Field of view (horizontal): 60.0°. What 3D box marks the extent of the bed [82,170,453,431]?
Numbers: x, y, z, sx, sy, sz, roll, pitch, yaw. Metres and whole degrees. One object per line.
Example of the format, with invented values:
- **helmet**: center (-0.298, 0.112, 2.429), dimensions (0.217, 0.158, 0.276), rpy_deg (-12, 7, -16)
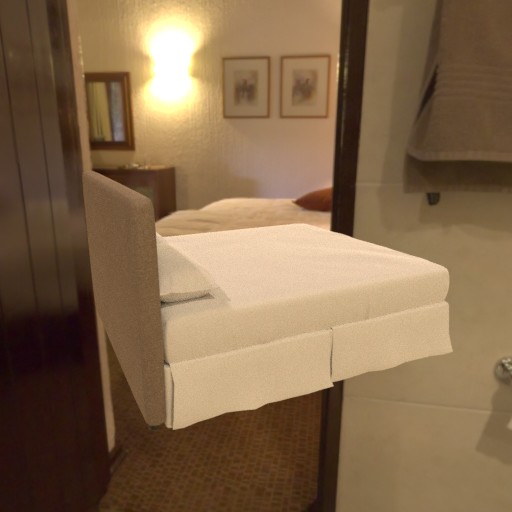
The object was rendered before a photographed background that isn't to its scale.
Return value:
- **bed**: center (0.000, 0.000, 3.586), dimensions (2.341, 1.317, 2.119), rpy_deg (-8, 17, -26)
